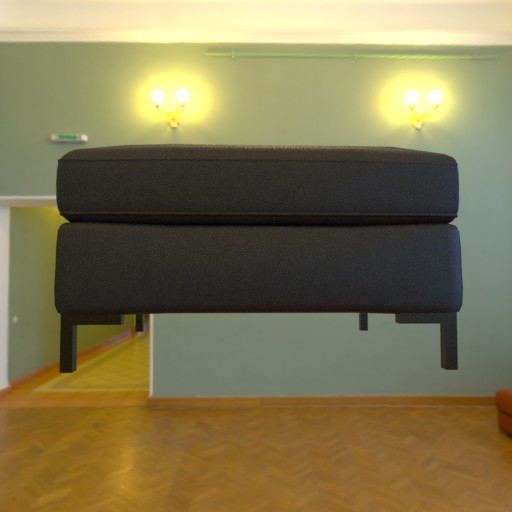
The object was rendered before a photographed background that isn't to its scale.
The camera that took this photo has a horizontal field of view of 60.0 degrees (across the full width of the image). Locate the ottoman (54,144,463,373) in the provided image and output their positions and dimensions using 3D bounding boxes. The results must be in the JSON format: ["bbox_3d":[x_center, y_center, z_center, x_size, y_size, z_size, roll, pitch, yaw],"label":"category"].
[{"bbox_3d":[0.000,0.000,1.740,1.187,0.696,0.967,0,-2,-2],"label":"ottoman"}]
